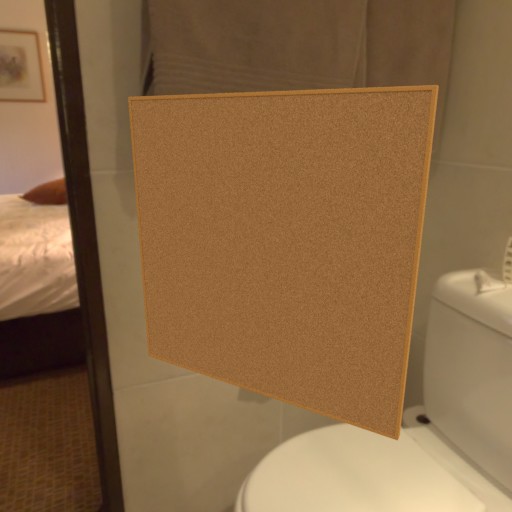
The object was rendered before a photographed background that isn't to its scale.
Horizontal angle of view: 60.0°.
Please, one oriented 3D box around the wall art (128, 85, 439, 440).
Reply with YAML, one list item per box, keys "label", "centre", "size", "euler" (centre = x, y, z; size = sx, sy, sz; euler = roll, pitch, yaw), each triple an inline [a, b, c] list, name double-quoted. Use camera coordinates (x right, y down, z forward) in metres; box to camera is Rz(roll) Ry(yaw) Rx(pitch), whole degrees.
- label: "wall art"
  centre: [0.000, 0.000, 0.656]
  size: [0.457, 0.455, 0.013]
  euler: [10, 19, 29]
